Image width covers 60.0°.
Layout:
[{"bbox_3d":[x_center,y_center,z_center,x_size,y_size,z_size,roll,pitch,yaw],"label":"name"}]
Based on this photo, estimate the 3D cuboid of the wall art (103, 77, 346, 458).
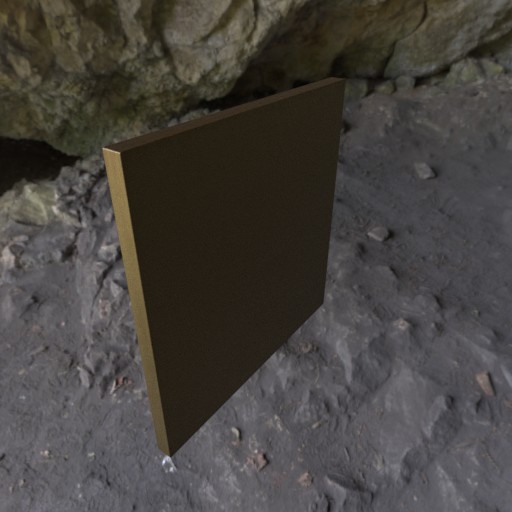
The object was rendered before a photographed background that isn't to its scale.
[{"bbox_3d":[0.000,0.000,0.761,0.030,0.506,0.503,21,37,30],"label":"wall art"}]
